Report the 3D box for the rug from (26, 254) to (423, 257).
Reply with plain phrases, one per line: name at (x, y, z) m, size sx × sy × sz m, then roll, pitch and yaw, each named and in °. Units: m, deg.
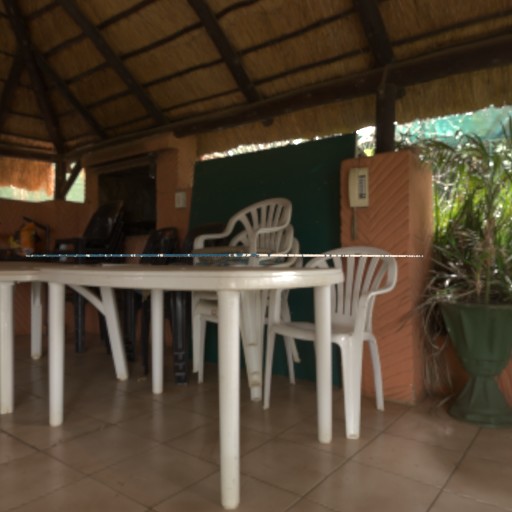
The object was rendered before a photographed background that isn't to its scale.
rug at (0.000, 0.000, 2.361) m, size 1.220 × 0.007 × 1.828 m, roll 0°, pitch 0°, yaw 36°
